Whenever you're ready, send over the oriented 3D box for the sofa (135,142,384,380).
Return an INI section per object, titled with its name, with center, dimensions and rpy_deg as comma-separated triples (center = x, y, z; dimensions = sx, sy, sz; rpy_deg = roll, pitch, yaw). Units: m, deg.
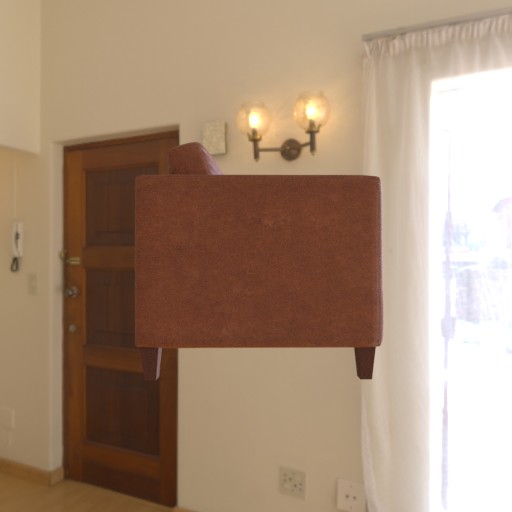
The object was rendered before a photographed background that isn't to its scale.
[sofa]
center = 0.000, 0.000, 2.710
dimensions = 0.950, 0.932, 2.204
rpy_deg = 0, 0, -1
